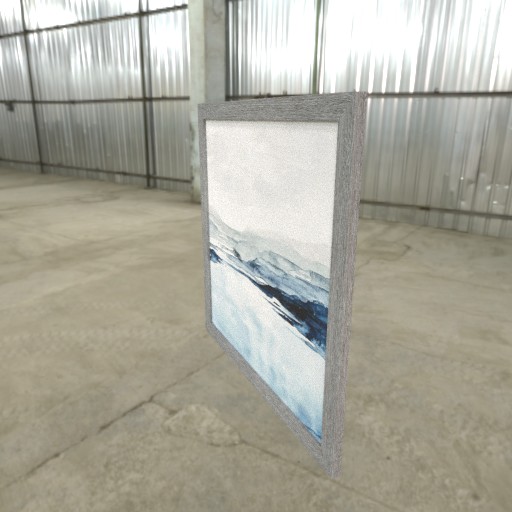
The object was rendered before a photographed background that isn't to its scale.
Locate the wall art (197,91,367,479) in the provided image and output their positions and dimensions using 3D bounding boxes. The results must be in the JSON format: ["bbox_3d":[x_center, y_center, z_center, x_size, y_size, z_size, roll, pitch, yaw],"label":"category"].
[{"bbox_3d":[0.000,0.000,1.028,0.020,0.685,0.685,-8,19,-25],"label":"wall art"}]
